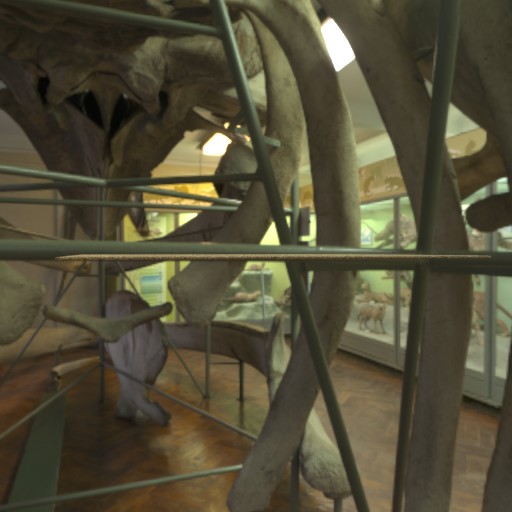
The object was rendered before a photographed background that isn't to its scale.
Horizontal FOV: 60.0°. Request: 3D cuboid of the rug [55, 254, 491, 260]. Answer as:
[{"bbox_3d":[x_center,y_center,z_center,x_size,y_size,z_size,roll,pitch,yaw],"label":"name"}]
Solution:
[{"bbox_3d":[0.000,0.000,2.749,2.141,0.013,1.566,0,1,-18],"label":"rug"}]
